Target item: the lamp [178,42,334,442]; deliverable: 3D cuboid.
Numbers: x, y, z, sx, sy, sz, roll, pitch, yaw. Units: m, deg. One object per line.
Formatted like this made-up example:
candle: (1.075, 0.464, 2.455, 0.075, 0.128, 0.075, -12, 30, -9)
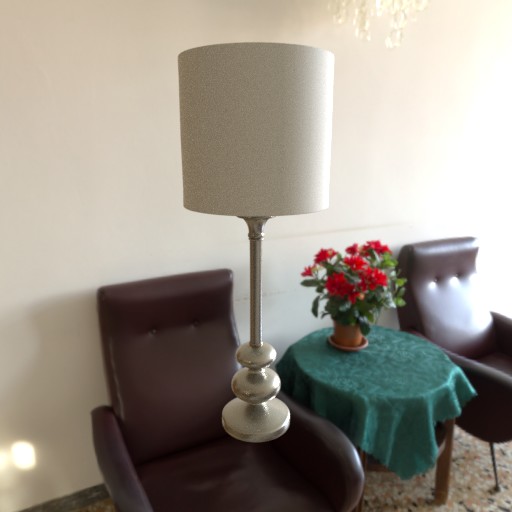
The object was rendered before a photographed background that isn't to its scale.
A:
lamp: (0.000, 0.000, 0.809, 0.254, 0.690, 0.254, 7, 16, 26)
